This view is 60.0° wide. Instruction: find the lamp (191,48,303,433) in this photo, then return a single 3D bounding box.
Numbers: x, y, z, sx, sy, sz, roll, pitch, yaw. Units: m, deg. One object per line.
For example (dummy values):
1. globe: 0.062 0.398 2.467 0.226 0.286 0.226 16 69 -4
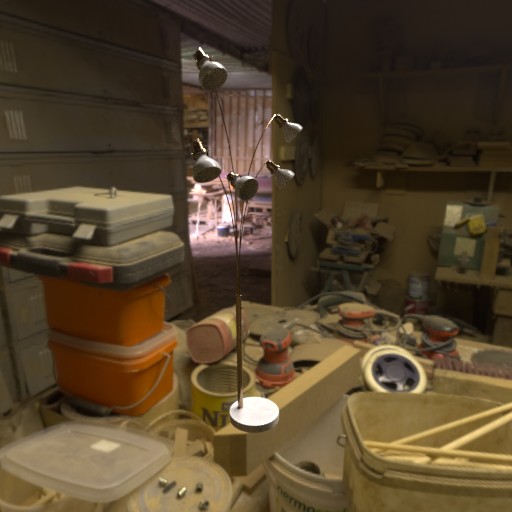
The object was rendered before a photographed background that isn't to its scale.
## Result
1. lamp: 0.000 0.000 2.968 0.361 2.423 1.405 7 16 26
